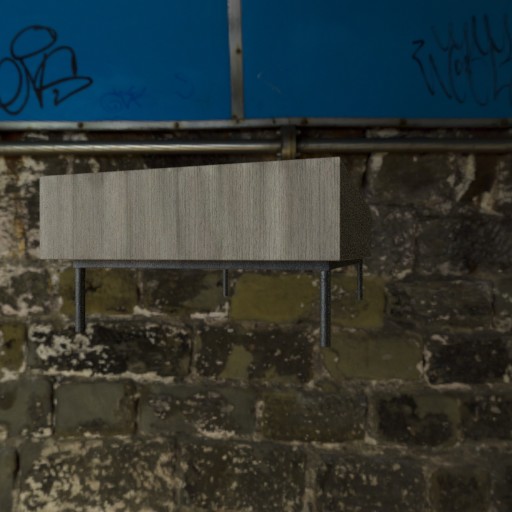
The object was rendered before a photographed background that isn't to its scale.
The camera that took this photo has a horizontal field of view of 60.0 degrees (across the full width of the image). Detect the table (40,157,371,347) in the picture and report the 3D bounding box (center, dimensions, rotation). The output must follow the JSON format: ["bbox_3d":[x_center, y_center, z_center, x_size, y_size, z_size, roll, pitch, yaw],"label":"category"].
[{"bbox_3d":[0.000,0.000,1.378,0.643,0.347,1.088,0,0,17],"label":"table"}]
